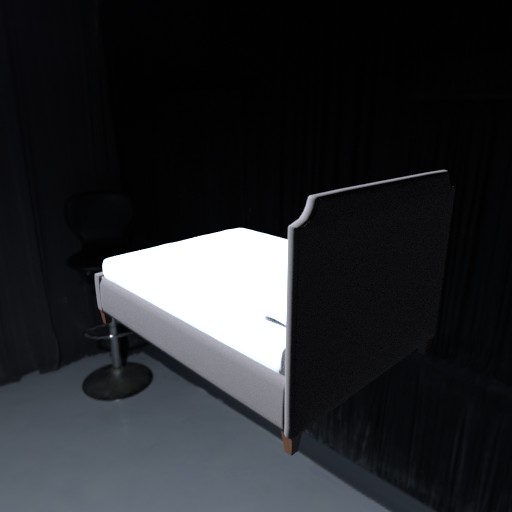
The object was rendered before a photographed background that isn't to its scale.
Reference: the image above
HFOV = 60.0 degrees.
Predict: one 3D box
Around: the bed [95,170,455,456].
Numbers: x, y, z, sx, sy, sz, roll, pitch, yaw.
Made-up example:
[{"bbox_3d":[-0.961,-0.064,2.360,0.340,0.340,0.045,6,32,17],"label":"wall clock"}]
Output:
[{"bbox_3d":[0.000,0.000,3.546,1.713,1.443,2.372,-16,24,-41],"label":"bed"}]
